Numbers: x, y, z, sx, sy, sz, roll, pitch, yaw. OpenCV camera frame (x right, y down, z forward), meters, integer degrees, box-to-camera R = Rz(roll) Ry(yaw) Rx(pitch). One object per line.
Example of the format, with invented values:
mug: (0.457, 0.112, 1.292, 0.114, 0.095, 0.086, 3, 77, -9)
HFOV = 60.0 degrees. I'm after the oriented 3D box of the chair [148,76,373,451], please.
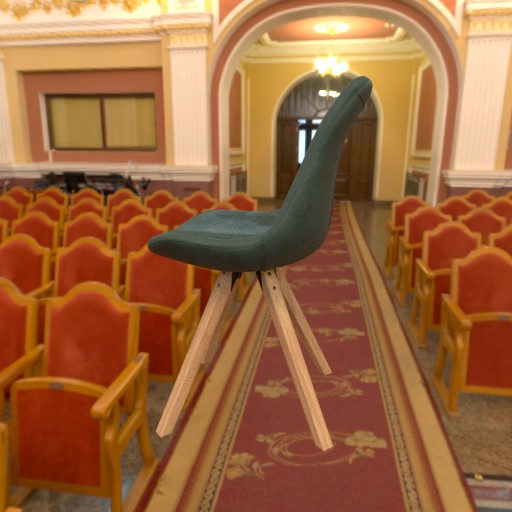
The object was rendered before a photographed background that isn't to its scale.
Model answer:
chair: (0.000, 0.000, 1.200, 0.547, 0.865, 0.483, 2, 14, 9)
